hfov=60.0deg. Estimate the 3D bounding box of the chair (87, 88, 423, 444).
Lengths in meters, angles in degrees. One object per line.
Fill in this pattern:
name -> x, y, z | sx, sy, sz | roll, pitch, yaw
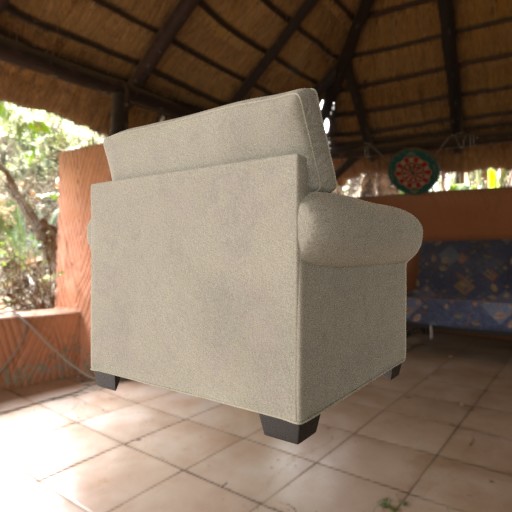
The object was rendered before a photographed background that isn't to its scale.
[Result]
chair -> 0.000, 0.000, 1.863 | 1.147, 1.044, 0.939 | 0, 1, 36
